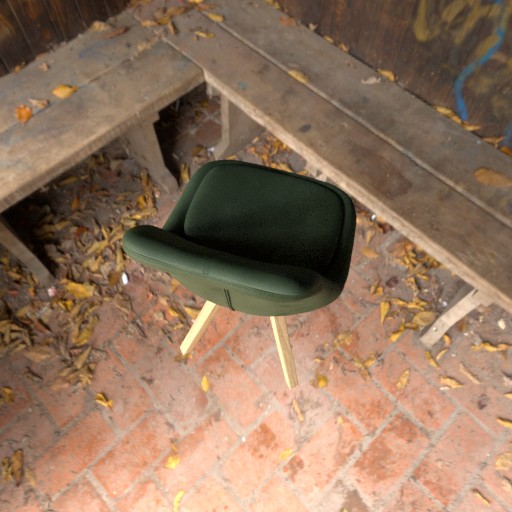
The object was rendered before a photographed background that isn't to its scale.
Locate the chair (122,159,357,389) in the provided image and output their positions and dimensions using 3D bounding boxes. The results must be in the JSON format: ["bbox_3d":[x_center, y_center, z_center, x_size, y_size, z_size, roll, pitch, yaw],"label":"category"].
[{"bbox_3d":[0.000,0.000,1.188,0.483,0.865,0.547,16,64,8],"label":"chair"}]
